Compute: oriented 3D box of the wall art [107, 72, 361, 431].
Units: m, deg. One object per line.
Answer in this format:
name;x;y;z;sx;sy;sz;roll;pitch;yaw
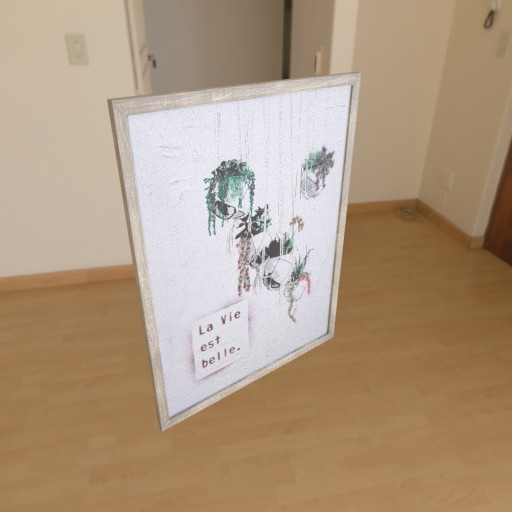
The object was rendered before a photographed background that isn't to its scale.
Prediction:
wall art;0.000;0.000;1.396;0.781;1.022;0.035;-20;35;-32
